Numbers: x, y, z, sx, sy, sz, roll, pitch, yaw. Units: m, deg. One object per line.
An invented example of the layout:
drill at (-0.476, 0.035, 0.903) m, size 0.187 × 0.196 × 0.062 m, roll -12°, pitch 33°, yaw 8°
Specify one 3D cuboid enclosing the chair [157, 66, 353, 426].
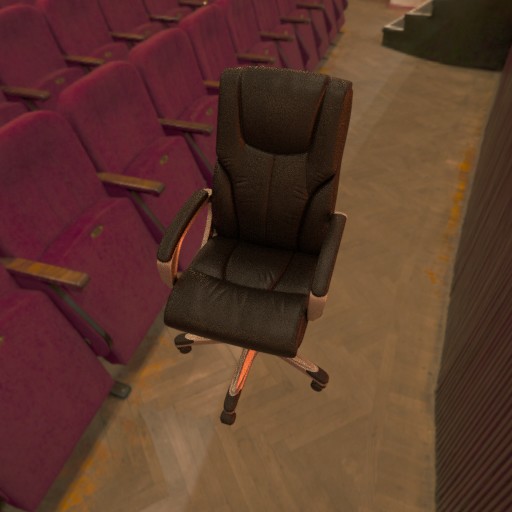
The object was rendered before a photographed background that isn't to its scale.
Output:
chair at (0.000, 0.000, 1.664) m, size 0.700 × 1.145 × 0.780 m, roll 12°, pitch 42°, yaw 13°
